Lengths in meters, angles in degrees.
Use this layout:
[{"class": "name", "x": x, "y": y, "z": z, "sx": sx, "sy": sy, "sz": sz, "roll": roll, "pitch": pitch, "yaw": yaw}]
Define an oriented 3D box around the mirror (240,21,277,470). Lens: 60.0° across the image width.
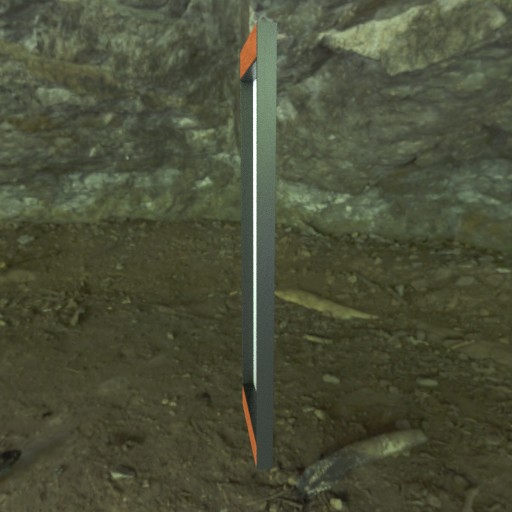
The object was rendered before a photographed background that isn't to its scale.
[{"class": "mirror", "x": 0.000, "y": 0.000, "z": 1.253, "sx": 0.047, "sy": 1.123, "sz": 0.343, "roll": -2, "pitch": 14, "yaw": -8}]
